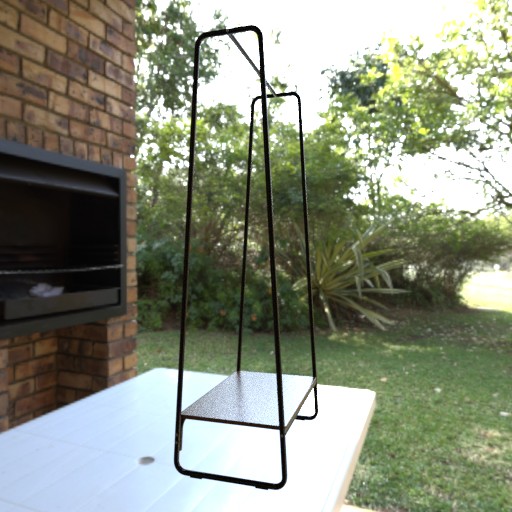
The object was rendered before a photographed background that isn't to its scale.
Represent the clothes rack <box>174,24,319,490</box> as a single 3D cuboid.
[{"bbox_3d":[0.000,0.000,1.759,0.400,1.500,0.640,0,0,17],"label":"clothes rack"}]
